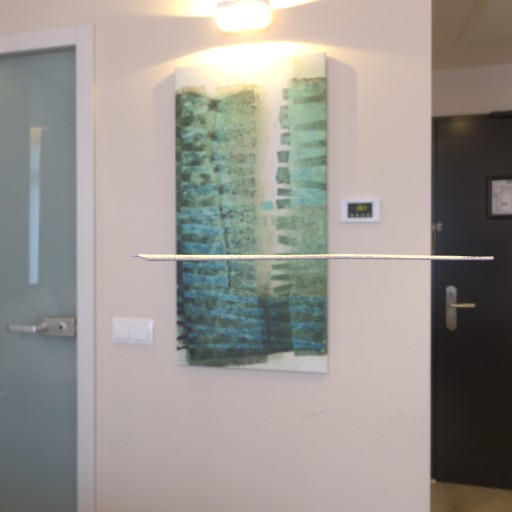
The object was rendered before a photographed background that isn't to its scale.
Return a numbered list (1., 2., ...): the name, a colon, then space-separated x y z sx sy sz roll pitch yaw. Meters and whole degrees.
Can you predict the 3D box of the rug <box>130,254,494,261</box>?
1. rug: 0.000 0.000 2.168 1.149 0.021 1.773 0 0 -17
